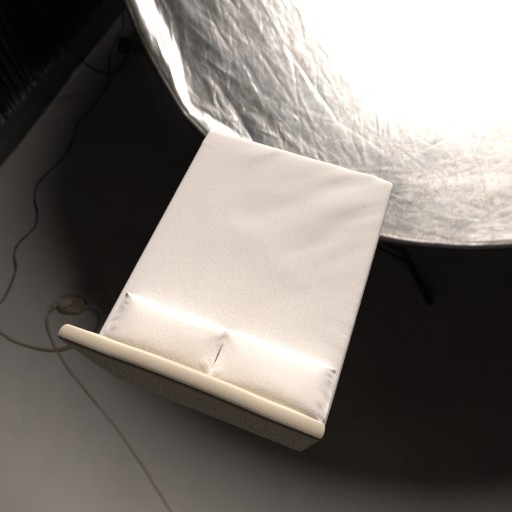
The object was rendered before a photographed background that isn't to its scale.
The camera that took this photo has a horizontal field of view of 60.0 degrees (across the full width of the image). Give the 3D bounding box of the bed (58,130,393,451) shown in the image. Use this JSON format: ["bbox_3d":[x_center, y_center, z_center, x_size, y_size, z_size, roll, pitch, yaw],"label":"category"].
[{"bbox_3d":[0.000,0.000,3.660,1.977,1.437,2.477,19,65,9],"label":"bed"}]
